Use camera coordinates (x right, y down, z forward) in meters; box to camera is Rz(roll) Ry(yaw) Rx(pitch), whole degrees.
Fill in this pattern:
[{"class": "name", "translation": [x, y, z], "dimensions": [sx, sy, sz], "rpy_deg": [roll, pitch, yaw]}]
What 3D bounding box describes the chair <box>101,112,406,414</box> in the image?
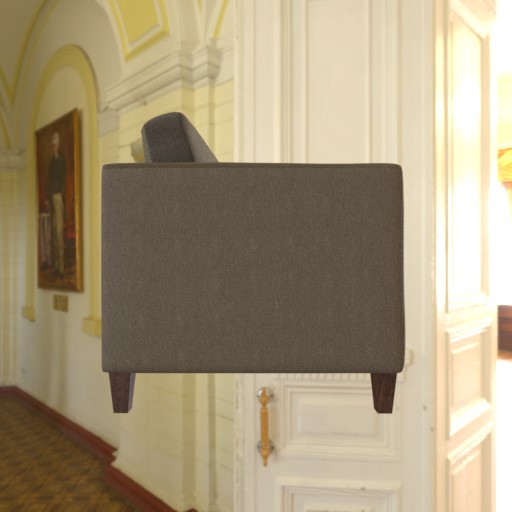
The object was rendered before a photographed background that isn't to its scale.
[{"class": "chair", "translation": [0.000, 0.000, 1.855], "dimensions": [0.959, 0.963, 1.107], "rpy_deg": [0, 0, 0]}]
